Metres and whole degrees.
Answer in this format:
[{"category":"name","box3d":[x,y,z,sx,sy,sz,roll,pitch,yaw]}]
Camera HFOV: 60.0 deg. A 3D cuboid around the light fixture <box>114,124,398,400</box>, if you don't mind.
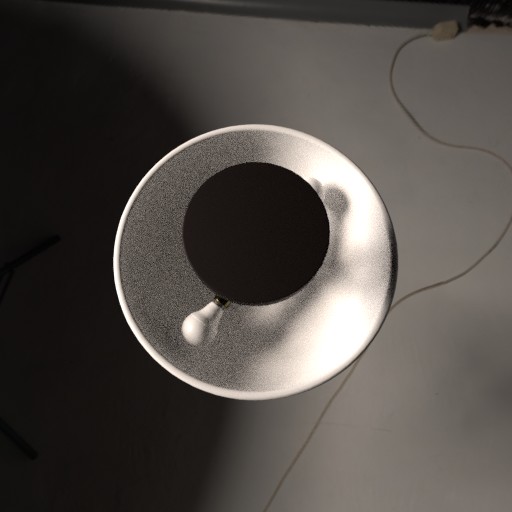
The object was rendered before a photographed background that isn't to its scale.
[{"category":"light fixture","box3d":[0.000,0.000,0.537,0.331,0.212,0.331,0,76,0]}]
